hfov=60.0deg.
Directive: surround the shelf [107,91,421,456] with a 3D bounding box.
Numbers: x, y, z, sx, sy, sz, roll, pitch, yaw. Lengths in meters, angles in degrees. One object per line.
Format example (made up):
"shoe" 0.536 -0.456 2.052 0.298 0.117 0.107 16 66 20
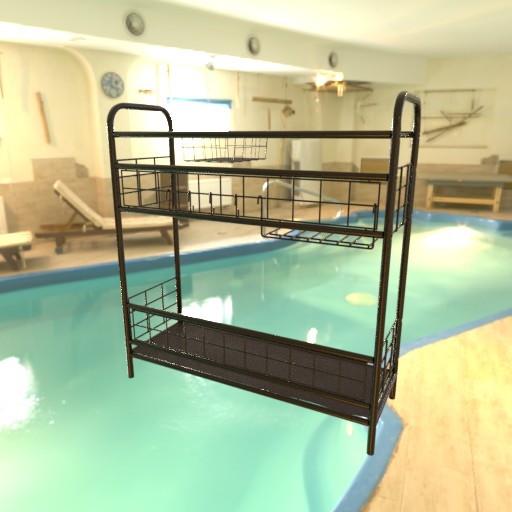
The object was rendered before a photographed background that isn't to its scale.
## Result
"shelf" 0.000 0.000 1.535 0.961 1.026 0.350 8 17 26
